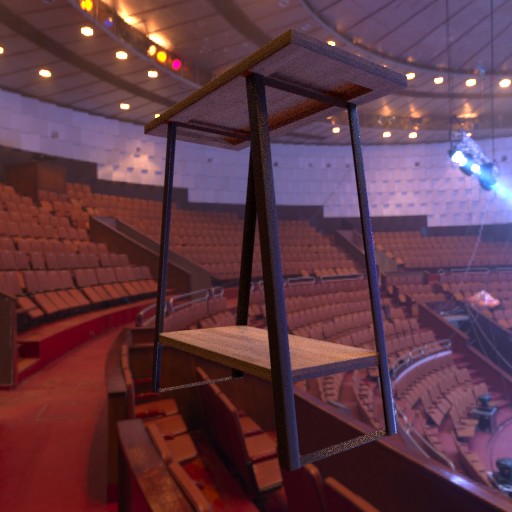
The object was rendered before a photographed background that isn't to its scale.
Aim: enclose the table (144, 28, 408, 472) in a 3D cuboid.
[{"bbox_3d":[0.000,0.000,1.015,0.300,0.701,0.599,1,-1,-36],"label":"table"}]
